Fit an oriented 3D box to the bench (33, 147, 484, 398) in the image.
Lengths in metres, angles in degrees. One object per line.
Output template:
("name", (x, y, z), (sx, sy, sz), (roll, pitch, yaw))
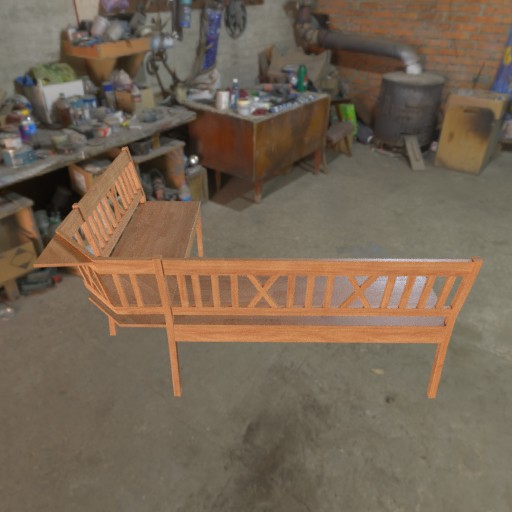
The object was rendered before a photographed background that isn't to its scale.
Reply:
("bench", (0.000, 0.000, 2.766), (1.937, 0.902, 1.537), (0, 31, 0))
